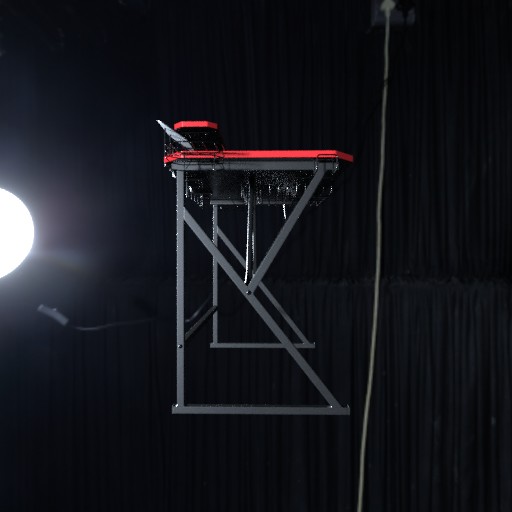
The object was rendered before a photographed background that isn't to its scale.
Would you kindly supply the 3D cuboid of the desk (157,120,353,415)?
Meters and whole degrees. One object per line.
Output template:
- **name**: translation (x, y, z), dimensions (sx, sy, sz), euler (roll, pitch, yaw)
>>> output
- **desk**: translation (0.000, 0.000, 1.742), dimensions (0.588, 0.913, 1.280), euler (0, 0, 1)
